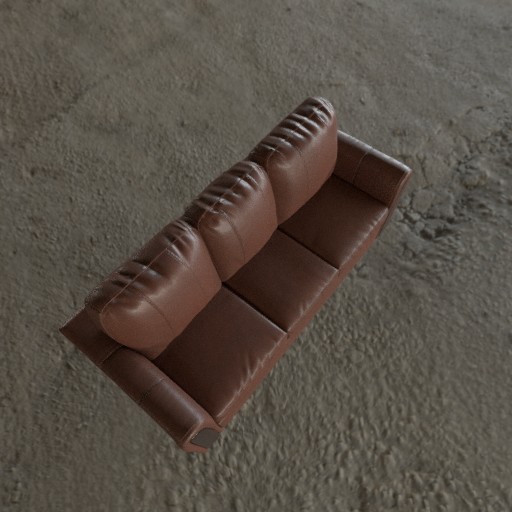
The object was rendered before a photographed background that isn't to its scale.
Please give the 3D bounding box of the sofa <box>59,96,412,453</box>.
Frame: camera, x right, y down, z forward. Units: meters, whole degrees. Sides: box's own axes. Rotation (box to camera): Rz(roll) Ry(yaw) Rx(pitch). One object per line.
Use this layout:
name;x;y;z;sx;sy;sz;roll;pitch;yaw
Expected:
sofa;0.000;0.000;2.342;0.802;0.915;1.862;35;65;19
